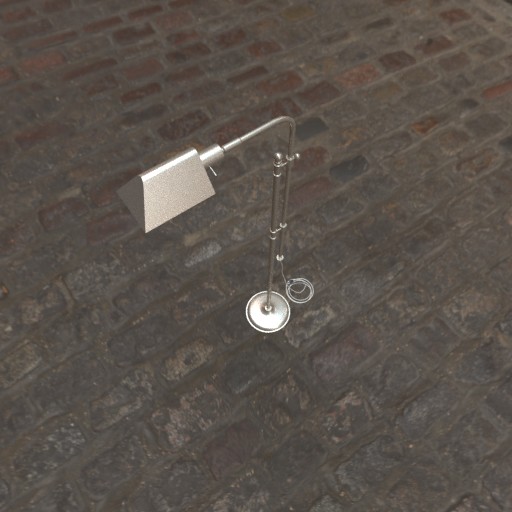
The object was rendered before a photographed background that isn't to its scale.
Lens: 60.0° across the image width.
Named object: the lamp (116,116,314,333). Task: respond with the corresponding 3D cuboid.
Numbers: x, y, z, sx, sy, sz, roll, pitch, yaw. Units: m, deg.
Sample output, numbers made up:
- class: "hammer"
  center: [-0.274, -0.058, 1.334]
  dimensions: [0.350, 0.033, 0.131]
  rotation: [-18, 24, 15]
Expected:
- class: "lamp"
  center: [0.000, 0.000, 1.881]
  dimensions: [0.813, 1.571, 0.256]
  rotation: [-32, 66, -16]
